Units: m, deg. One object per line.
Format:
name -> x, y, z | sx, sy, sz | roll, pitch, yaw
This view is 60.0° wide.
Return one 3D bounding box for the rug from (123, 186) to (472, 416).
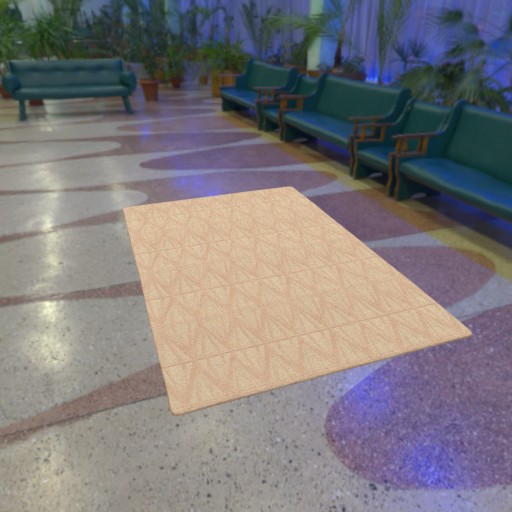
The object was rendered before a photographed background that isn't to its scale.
rug -> 0.000, 0.000, 3.079 | 1.609, 0.015, 2.390 | -10, 30, -17
